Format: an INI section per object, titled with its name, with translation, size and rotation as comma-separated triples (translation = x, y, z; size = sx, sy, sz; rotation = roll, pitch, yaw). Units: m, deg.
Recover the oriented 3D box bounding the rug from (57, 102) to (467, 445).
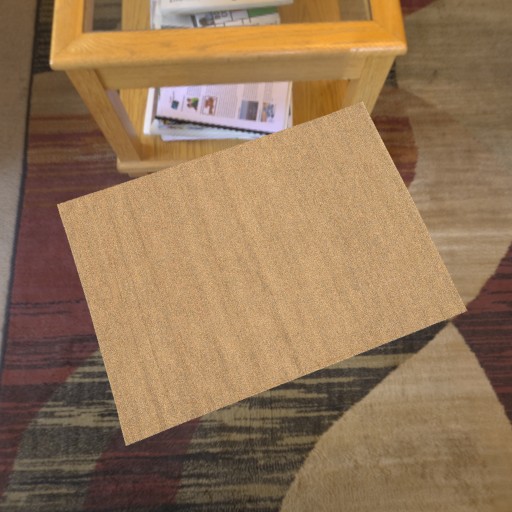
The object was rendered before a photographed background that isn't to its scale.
[rug]
translation = 0.000, 0.000, 2.899
size = 2.264, 0.030, 1.624
rotation = -20, 76, -5
